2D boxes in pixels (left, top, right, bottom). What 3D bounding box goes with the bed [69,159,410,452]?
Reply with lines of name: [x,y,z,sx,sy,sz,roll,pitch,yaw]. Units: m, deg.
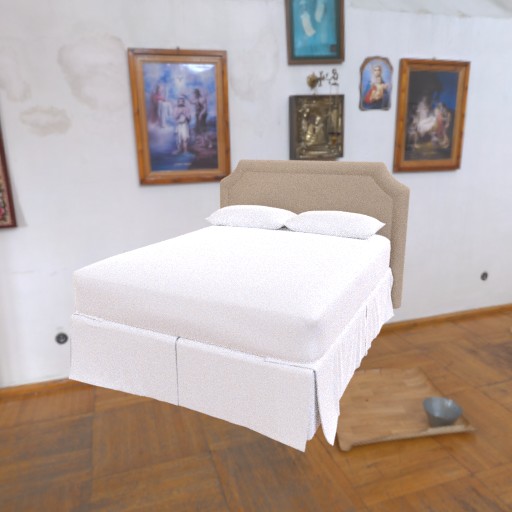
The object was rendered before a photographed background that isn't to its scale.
bed: [0.000,0.000,3.271,1.828,1.301,2.204,7,16,26]
